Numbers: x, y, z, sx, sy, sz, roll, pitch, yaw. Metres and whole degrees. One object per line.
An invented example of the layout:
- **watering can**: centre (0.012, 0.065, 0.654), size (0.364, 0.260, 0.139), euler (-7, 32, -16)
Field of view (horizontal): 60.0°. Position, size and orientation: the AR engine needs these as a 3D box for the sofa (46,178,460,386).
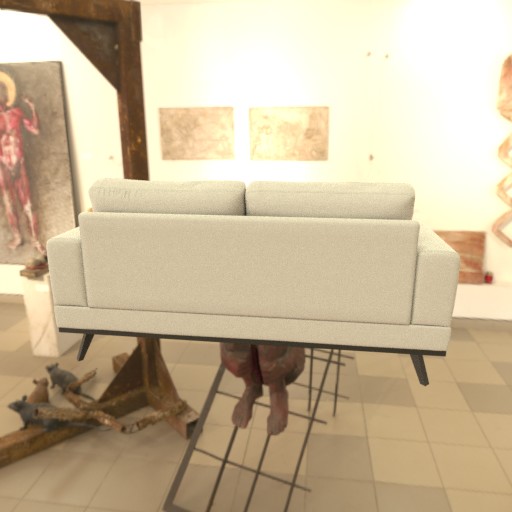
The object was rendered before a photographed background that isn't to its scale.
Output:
- **sofa**: centre (0.000, 0.000, 2.202), size (1.650, 0.810, 0.920), euler (2, 16, 7)
